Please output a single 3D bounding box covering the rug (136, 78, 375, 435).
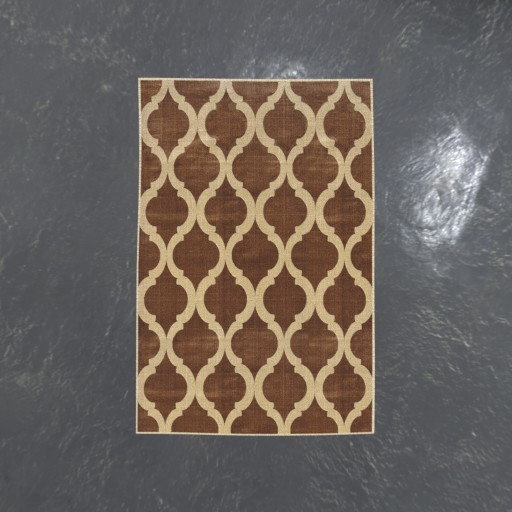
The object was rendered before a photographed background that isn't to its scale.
[{"bbox_3d":[0.000,0.000,2.836,1.522,0.008,2.284,0,89,-1],"label":"rug"}]
